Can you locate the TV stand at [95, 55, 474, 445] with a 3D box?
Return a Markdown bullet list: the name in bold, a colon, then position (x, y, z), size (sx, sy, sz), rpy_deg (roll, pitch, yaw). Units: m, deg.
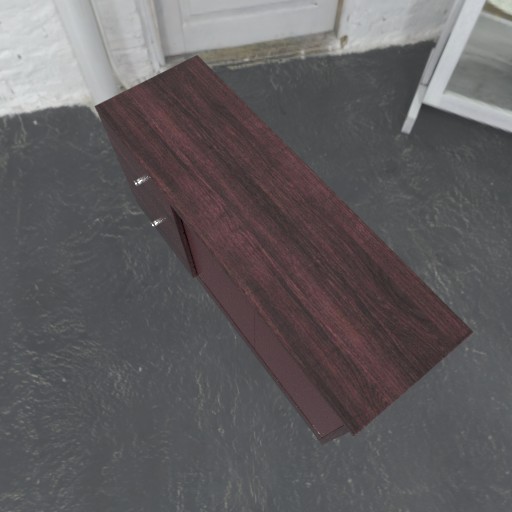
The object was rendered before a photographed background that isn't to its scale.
- **TV stand**: position (0.000, 0.000, 1.489), size (0.404, 0.614, 1.192), rpy_deg (-34, 68, -16)
